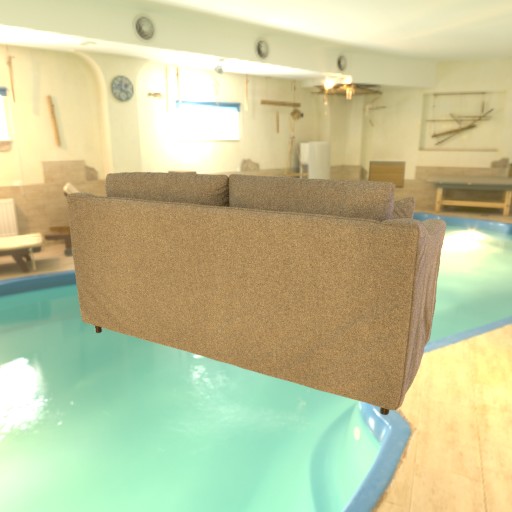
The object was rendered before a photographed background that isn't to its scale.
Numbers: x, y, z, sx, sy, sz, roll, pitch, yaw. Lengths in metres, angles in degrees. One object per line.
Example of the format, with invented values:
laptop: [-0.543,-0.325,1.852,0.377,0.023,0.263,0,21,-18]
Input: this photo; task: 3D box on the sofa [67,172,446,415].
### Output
sofa: [0.000,0.000,2.677,2.010,1.018,1.072,8,17,27]
